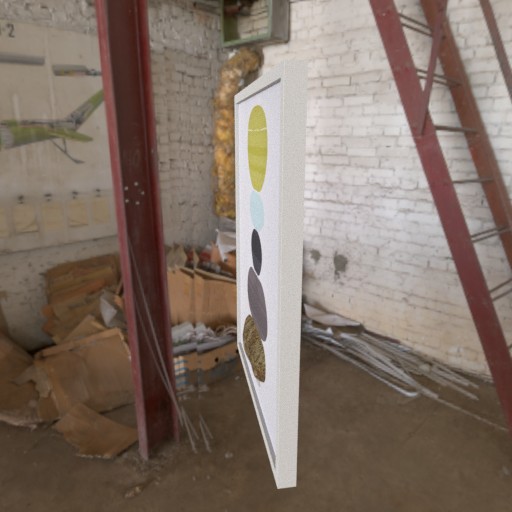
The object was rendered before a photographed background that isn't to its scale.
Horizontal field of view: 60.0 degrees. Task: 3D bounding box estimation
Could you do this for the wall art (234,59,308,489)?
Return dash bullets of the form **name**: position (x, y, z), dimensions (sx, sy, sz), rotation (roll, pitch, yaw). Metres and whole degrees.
- **wall art**: position (0.000, 0.000, 1.045), dimensions (0.055, 0.763, 0.611), rotation (-3, 15, -9)
